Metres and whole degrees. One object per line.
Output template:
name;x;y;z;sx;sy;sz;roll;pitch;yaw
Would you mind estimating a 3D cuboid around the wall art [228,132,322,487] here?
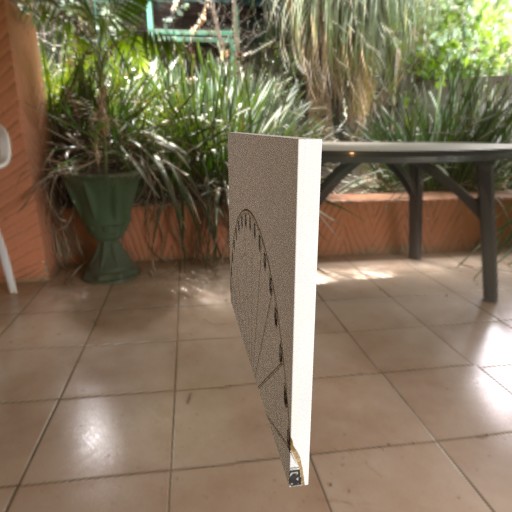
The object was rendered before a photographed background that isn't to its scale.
wall art;0.000;0.000;1.134;0.038;0.601;0.898;-3;16;-9
